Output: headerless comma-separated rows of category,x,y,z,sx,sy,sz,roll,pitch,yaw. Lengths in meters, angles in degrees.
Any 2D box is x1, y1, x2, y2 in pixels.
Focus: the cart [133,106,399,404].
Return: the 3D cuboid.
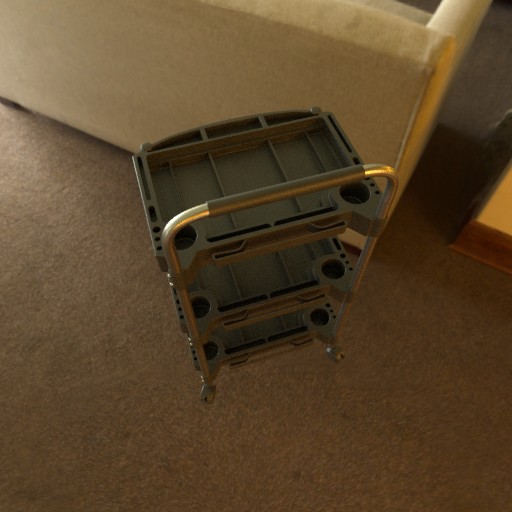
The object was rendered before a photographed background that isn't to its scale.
cart,0.000,0.000,1.393,0.584,1.075,0.518,-15,58,-10
